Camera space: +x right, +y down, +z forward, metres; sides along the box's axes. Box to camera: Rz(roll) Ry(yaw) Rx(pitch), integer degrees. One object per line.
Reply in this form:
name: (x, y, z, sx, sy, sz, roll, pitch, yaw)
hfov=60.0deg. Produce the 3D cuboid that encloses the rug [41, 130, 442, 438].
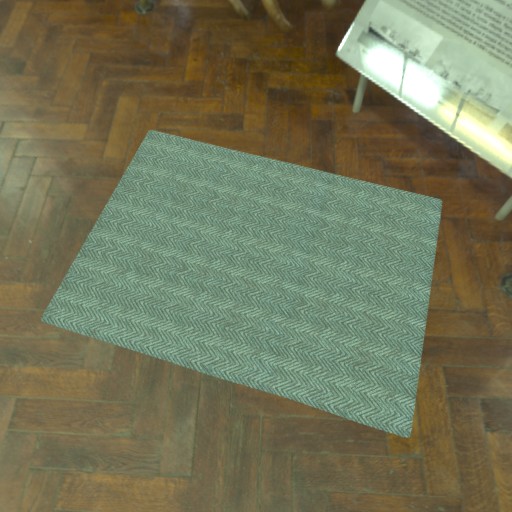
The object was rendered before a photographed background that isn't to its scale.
rug: (0.000, 0.000, 5.131, 3.957, 0.011, 2.894, 15, 63, 8)
